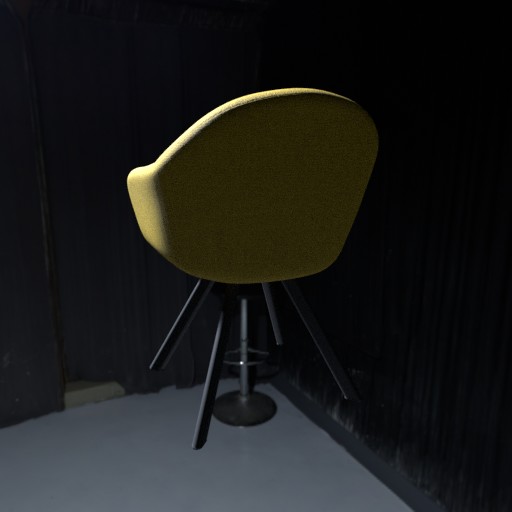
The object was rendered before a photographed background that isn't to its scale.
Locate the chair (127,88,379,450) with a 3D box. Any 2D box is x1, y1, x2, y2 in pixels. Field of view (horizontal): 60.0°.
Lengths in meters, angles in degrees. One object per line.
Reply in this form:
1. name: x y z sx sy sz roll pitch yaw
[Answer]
1. chair: 0.000 0.000 1.194 0.590 0.795 0.550 -6 14 -25
